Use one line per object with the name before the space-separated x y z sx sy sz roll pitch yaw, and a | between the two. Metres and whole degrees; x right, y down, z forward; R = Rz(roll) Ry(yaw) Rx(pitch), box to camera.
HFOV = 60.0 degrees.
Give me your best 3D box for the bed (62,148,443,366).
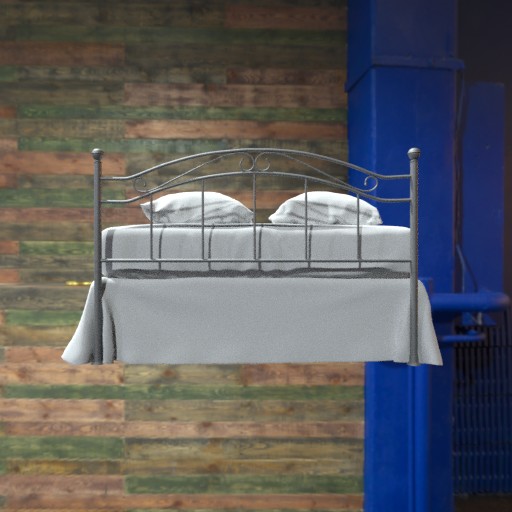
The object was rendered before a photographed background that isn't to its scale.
bed | 0.000 0.000 3.269 1.936 1.080 2.215 0 0 1
